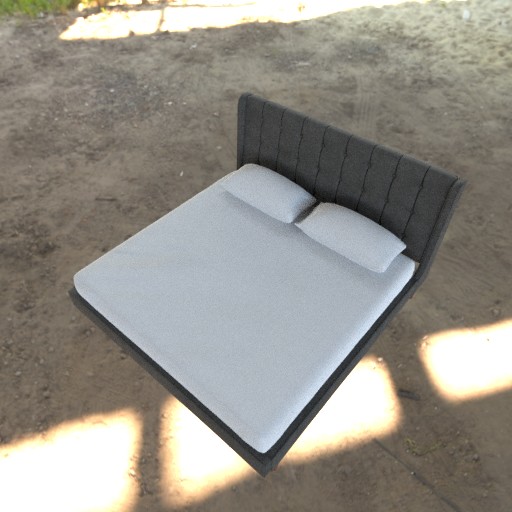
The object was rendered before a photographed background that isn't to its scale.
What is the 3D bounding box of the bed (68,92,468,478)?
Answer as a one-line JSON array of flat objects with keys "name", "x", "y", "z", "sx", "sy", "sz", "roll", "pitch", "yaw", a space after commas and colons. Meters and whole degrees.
[{"name": "bed", "x": 0.000, "y": 0.000, "z": 2.565, "sx": 1.531, "sy": 0.933, "sz": 1.638, "roll": 32, "pitch": 54, "yaw": 27}]
